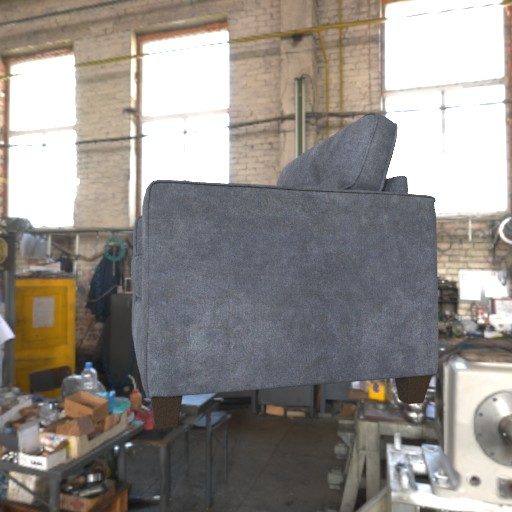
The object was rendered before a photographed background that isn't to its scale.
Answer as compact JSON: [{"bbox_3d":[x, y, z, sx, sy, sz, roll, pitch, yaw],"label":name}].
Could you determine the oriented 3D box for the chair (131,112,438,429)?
[{"bbox_3d":[0.000,0.000,1.749,0.939,0.965,1.015,1,-2,-17],"label":"chair"}]
